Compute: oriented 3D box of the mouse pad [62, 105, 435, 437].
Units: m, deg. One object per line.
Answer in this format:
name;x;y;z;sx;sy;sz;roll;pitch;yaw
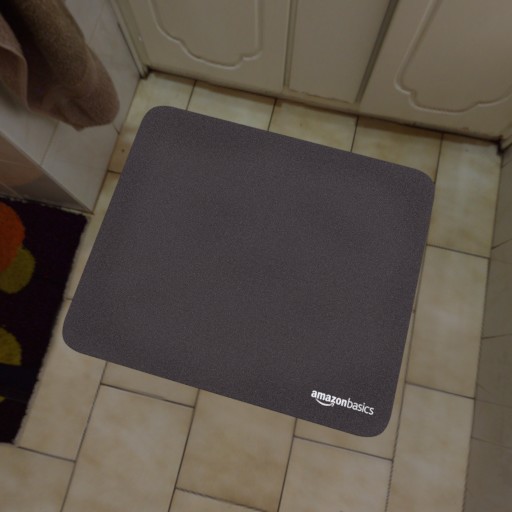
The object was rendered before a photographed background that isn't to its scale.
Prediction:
mouse pad;0.000;0.000;0.435;0.315;0.002;0.269;15;76;4
